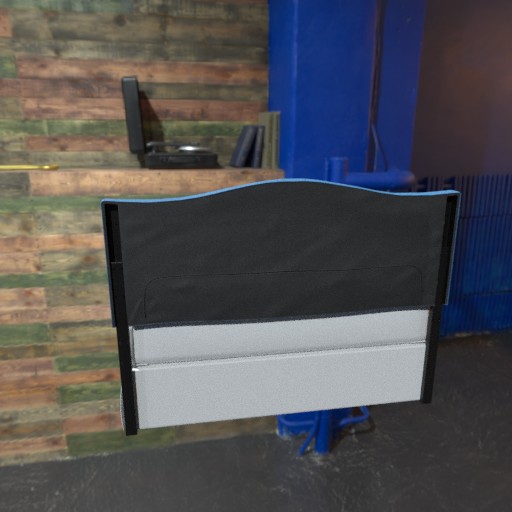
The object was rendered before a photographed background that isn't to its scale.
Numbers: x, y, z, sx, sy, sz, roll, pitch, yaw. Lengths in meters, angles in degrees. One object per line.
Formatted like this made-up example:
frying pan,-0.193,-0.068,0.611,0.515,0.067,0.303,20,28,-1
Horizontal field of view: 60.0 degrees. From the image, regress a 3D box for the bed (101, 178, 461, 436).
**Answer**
bed,0.000,0.000,2.901,1.610,1.169,1.872,-3,16,-9
